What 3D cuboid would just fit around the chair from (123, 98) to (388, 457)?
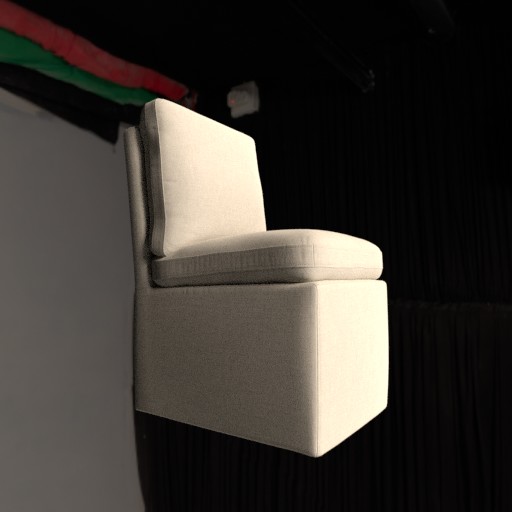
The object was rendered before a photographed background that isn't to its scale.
[{"bbox_3d":[0.000,0.000,1.364,0.698,0.927,0.503,-2,-3,35],"label":"chair"}]
